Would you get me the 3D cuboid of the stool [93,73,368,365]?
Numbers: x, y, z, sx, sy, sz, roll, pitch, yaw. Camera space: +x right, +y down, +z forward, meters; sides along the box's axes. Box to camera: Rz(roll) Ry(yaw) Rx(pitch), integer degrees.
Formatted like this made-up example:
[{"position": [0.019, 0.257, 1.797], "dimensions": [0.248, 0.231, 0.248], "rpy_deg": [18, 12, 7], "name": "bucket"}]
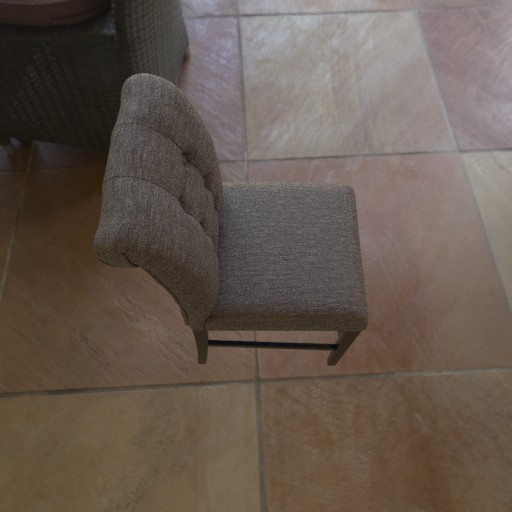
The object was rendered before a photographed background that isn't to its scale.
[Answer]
[{"position": [0.000, 0.000, 1.306], "dimensions": [0.611, 0.970, 0.457], "rpy_deg": [0, 64, 0], "name": "stool"}]
